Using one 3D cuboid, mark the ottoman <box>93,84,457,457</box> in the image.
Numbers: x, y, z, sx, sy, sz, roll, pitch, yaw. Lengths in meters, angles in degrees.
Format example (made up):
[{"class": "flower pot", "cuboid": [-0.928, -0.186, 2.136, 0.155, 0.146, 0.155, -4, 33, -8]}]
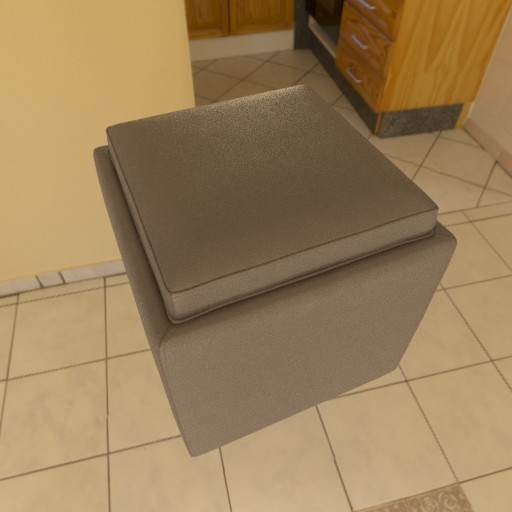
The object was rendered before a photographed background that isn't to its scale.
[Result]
[{"class": "ottoman", "cuboid": [0.000, 0.000, 0.808, 0.450, 0.460, 0.451, -18, 50, -16]}]
